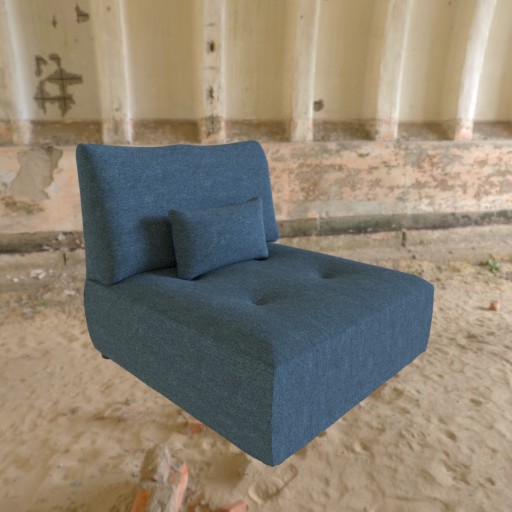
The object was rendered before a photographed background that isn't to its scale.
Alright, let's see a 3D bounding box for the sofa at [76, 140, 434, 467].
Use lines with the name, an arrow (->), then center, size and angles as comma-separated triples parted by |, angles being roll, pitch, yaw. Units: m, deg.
sofa -> 0.000, 0.000, 1.663 | 1.000, 0.820, 0.930 | 15, 21, 42
